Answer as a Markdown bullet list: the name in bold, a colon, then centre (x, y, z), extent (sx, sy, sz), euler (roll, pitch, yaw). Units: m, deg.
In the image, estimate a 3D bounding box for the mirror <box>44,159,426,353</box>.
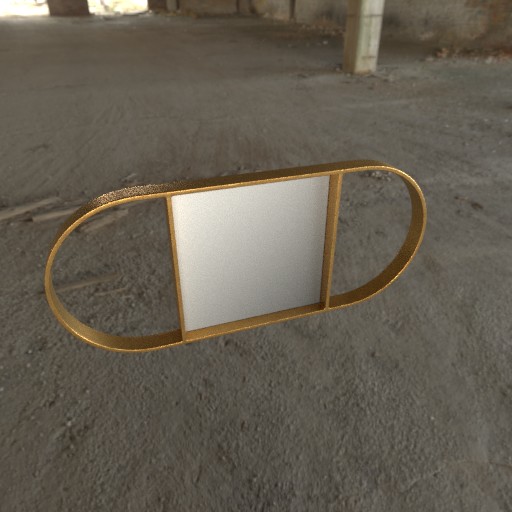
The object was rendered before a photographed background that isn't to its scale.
- **mirror**: centre (0.000, 0.000, 0.668), extent (0.584, 0.254, 0.032), euler (-10, 33, -16)
